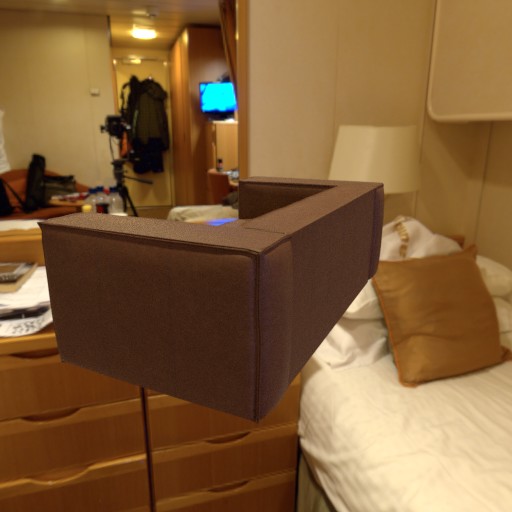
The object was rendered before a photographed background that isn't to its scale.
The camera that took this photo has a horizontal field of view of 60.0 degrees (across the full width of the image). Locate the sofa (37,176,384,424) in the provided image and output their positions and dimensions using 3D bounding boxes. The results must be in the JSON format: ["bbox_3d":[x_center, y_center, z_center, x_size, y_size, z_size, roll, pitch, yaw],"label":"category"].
[{"bbox_3d":[0.000,0.000,2.594,1.102,0.703,2.088,8,18,25],"label":"sofa"}]
